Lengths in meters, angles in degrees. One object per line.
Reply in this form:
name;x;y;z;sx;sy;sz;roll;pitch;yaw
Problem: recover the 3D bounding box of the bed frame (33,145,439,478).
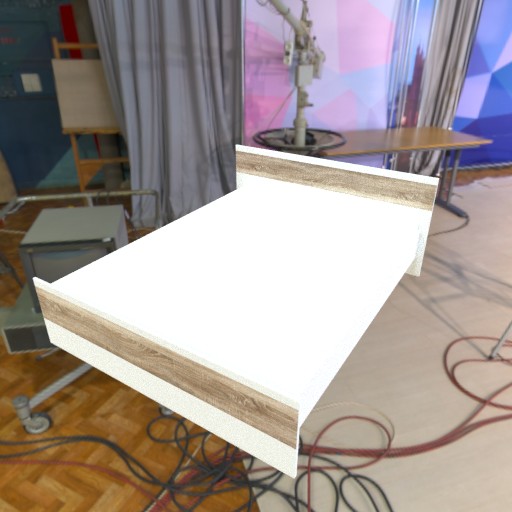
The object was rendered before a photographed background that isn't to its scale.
bed frame;0.000;0.000;2.930;1.720;0.800;2.060;17;33;28
